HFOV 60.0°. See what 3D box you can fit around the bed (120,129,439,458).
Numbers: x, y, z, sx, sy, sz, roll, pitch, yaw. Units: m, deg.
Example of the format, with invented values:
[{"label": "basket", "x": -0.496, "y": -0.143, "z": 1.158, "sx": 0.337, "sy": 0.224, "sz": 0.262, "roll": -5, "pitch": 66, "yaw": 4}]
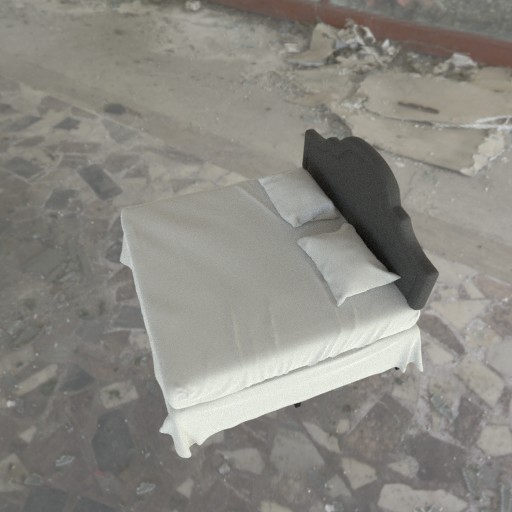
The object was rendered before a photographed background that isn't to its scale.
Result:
[{"label": "bed", "x": 0.000, "y": 0.000, "z": 3.701, "sx": 2.222, "sy": 1.631, "sz": 2.303, "roll": -15, "pitch": 49, "yaw": -14}]
